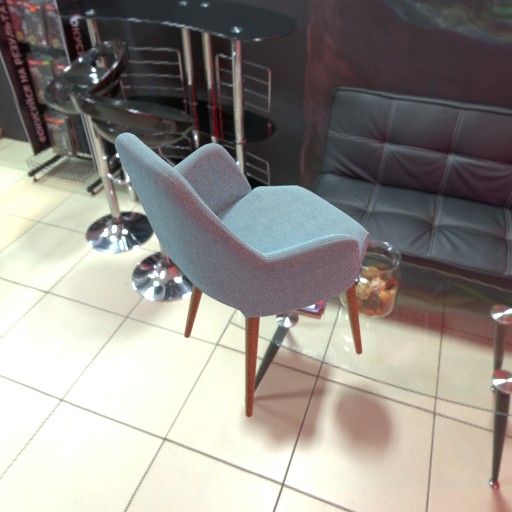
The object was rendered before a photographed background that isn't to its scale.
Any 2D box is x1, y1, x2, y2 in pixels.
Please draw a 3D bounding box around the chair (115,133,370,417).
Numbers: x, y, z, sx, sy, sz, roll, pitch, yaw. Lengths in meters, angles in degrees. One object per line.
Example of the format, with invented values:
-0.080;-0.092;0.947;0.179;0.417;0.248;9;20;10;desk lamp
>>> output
0.000;0.000;1.274;0.610;0.840;0.590;-26;47;-27;chair
